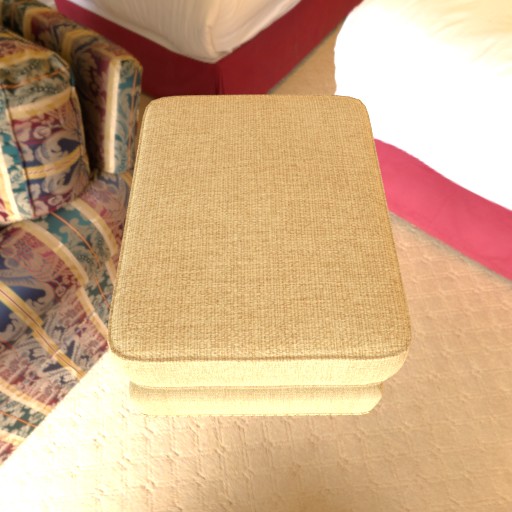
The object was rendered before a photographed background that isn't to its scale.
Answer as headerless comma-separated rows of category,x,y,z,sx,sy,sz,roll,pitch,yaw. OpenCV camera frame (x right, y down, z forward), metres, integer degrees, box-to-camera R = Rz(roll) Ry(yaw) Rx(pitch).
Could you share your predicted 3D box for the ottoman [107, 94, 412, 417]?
ottoman,0.000,0.000,1.148,0.589,0.537,0.738,-1,59,0
